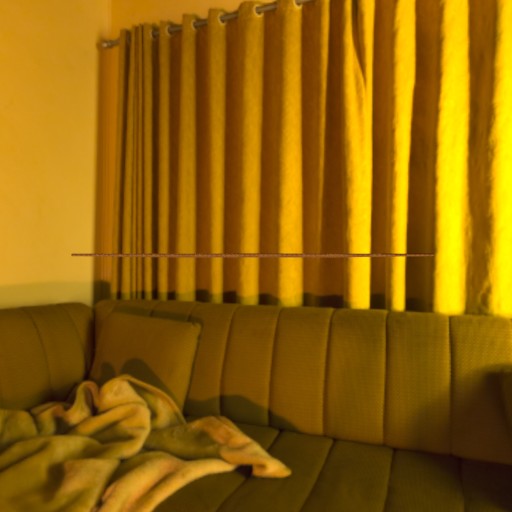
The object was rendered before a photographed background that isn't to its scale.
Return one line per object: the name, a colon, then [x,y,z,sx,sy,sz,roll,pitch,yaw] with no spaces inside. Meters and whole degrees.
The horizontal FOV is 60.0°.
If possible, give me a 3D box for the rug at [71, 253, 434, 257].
rug: [0.000,0.000,3.062,1.521,0.015,2.436,0,0,1]
